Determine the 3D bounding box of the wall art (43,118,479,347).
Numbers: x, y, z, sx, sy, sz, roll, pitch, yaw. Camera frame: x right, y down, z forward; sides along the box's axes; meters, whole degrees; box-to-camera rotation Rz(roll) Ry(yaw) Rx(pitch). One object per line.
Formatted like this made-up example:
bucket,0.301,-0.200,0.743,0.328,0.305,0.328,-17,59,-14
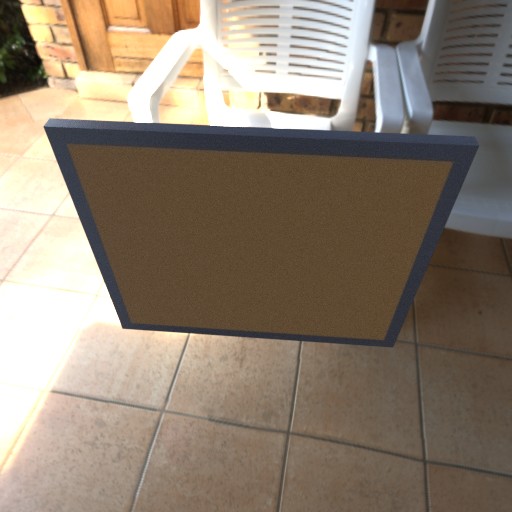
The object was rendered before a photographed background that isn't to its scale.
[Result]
wall art,0.000,0.000,0.881,0.660,0.558,0.026,3,47,3
